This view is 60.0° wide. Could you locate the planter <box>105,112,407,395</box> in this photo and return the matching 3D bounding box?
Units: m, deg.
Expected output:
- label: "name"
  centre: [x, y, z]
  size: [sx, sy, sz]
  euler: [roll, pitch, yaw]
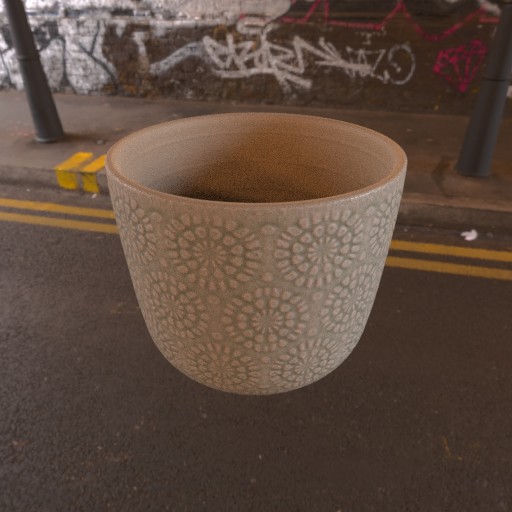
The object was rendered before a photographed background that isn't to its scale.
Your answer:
- label: "planter"
  centre: [0.000, 0.000, 0.216]
  size: [0.124, 0.109, 0.124]
  euler: [0, 31, 0]
